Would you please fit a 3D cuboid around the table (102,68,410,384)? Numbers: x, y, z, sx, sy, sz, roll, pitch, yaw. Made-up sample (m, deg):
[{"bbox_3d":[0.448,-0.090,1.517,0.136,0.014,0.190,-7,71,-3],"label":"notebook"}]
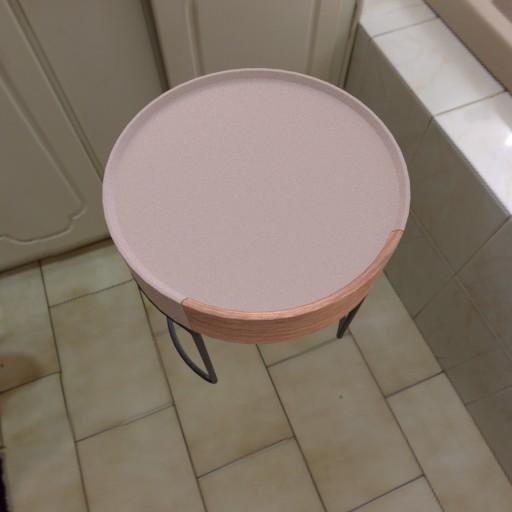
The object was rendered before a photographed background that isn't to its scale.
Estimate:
[{"bbox_3d":[0.000,0.000,0.886,0.450,0.530,0.450,0,63,0],"label":"table"}]
